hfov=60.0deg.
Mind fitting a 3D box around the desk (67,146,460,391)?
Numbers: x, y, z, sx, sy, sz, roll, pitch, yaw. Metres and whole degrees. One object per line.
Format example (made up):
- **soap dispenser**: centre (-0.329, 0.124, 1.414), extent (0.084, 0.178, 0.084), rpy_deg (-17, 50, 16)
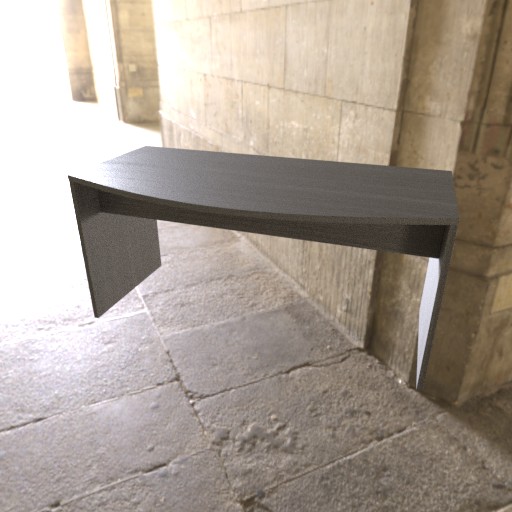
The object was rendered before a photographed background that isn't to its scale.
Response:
- **desk**: centre (0.000, 0.000, 2.074), extent (1.600, 0.750, 0.802), rpy_deg (9, 27, 17)
